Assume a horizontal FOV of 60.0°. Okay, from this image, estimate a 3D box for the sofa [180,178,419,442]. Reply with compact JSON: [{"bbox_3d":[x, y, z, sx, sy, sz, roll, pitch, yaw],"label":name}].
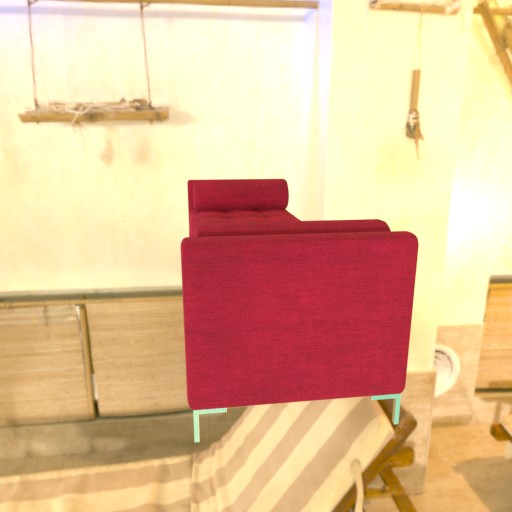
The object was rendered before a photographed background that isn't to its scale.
[{"bbox_3d":[0.000,0.000,2.248,0.686,0.635,1.981,-2,15,-8],"label":"sofa"}]
